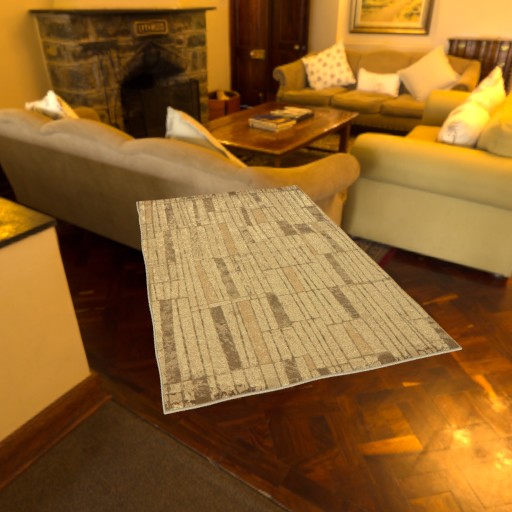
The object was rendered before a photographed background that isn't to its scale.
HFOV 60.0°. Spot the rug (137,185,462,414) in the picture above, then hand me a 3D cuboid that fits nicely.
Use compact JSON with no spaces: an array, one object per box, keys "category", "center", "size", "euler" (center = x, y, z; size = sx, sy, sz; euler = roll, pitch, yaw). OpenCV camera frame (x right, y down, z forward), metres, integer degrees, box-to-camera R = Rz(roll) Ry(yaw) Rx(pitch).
[{"category":"rug","center":[0.000,0.000,3.124],"size":[1.531,0.023,2.444],"euler":[-8,31,-14]}]
